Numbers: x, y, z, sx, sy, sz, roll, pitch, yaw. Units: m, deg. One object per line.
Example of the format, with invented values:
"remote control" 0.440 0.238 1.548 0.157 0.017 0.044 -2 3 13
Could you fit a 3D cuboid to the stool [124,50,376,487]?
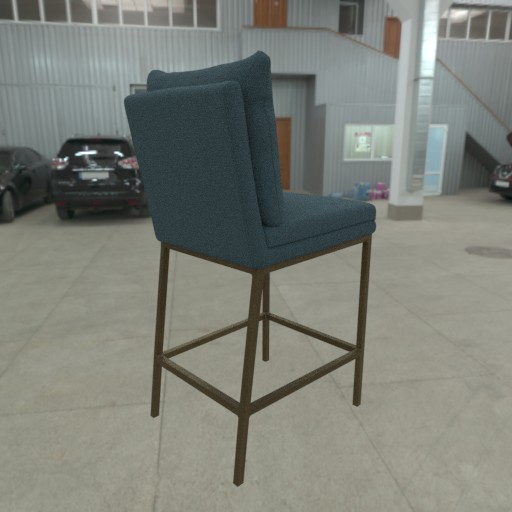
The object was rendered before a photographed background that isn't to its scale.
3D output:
"stool" 0.000 0.000 1.314 0.568 1.032 0.463 -14 20 -42
